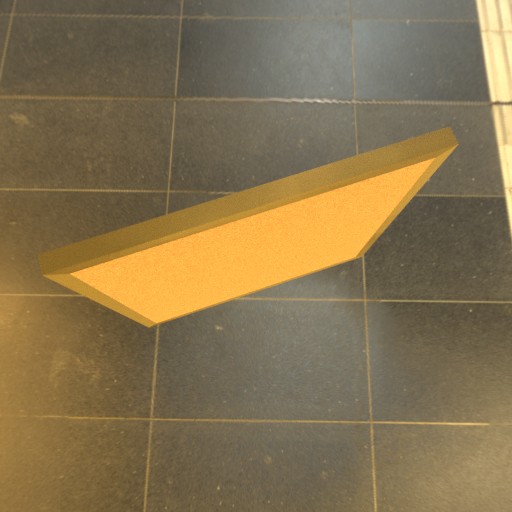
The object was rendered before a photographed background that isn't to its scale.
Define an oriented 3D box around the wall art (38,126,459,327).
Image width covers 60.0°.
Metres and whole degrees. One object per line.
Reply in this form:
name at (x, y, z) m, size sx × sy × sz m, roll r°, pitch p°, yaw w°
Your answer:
wall art at (0.000, 0.000, 1.141) m, size 0.762 × 0.762 × 0.038 m, roll -18°, pitch 75°, yaw -5°
